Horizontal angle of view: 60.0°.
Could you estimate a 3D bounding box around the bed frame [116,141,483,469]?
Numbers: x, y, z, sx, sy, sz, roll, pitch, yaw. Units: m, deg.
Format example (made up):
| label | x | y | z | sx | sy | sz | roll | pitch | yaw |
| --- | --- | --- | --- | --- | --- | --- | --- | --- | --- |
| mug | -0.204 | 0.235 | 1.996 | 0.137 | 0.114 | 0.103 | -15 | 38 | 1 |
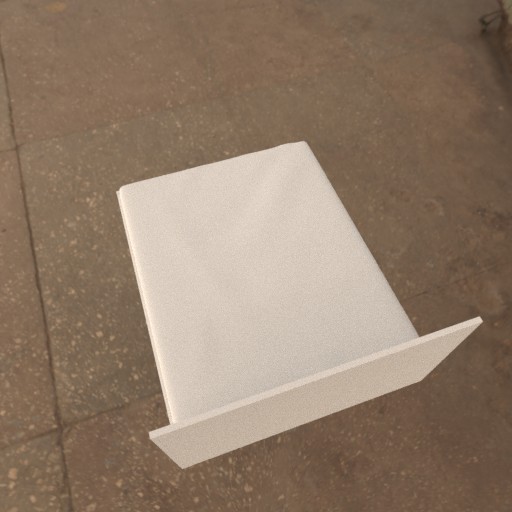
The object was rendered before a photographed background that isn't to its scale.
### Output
| label | x | y | z | sx | sy | sz | roll | pitch | yaw |
| --- | --- | --- | --- | --- | --- | --- | --- | --- | --- |
| bed frame | 0.000 | 0.000 | 3.053 | 1.711 | 1.001 | 2.100 | -16 | 59 | -10 |
